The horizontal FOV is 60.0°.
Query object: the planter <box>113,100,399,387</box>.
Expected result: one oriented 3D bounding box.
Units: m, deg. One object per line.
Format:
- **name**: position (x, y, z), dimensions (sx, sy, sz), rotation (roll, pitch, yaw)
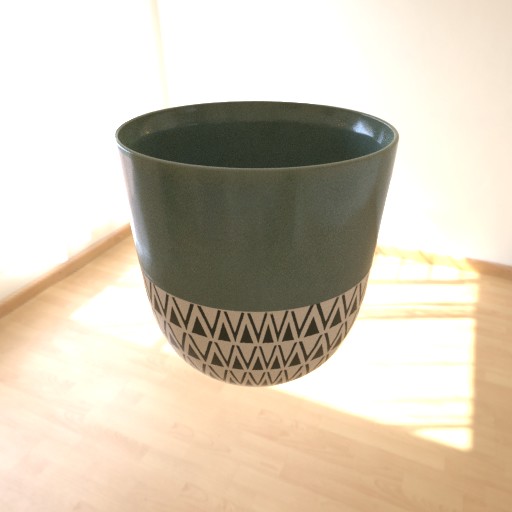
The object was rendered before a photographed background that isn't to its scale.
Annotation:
- **planter**: position (0.000, 0.000, 0.370), dimensions (0.198, 0.214, 0.198), rotation (0, 29, 0)
